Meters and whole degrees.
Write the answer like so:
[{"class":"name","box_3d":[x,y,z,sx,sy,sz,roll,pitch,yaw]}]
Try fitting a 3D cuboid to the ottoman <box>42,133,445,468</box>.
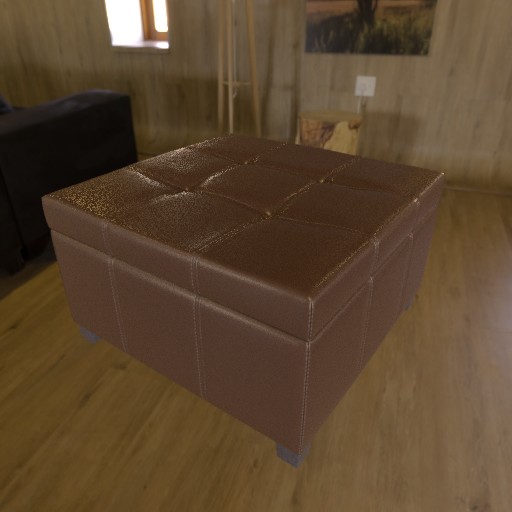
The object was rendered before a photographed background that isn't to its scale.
[{"class":"ottoman","box_3d":[0.000,0.000,1.284,0.788,0.460,0.787,19,35,30]}]
